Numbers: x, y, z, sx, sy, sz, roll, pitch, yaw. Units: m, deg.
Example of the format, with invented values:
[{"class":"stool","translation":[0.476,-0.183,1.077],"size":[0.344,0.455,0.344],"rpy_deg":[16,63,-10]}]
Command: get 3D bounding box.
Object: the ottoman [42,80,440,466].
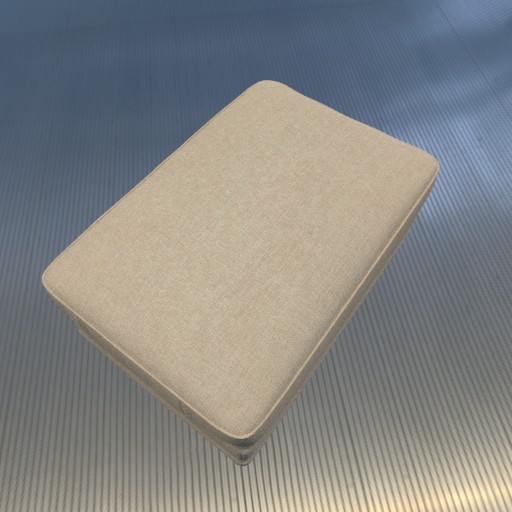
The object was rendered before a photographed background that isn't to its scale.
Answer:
[{"class":"ottoman","translation":[0.000,0.000,1.123],"size":[0.559,0.458,0.813],"rpy_deg":[32,63,19]}]
